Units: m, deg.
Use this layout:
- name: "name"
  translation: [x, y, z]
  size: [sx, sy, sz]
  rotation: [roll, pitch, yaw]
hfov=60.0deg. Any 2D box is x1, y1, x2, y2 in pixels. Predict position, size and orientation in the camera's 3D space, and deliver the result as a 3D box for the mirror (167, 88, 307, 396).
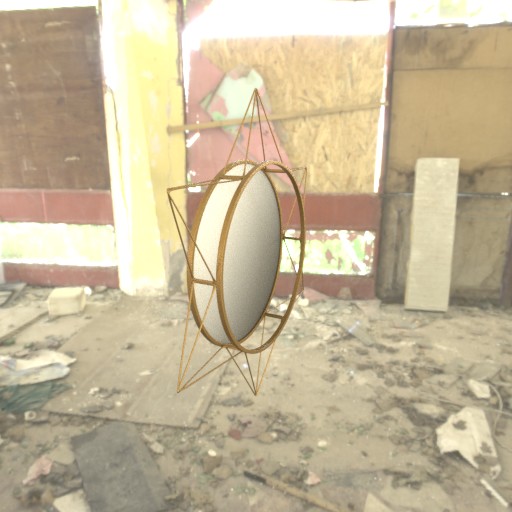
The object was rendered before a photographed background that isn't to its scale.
- name: "mirror"
  translation: [0.000, 0.000, 0.816]
  size: [0.062, 0.581, 0.498]
  rotation: [8, 17, 26]
